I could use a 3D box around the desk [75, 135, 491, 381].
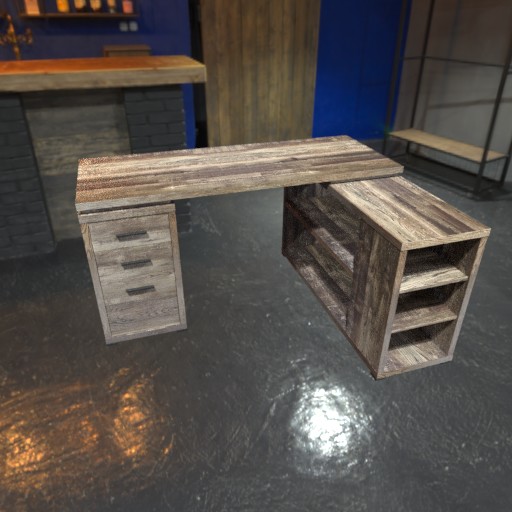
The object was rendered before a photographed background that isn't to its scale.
[{"bbox_3d":[0.000,0.000,2.169,1.524,0.753,1.200,-9,31,-15],"label":"desk"}]
